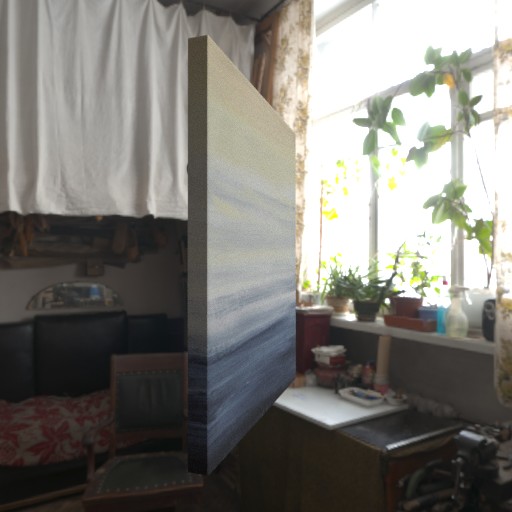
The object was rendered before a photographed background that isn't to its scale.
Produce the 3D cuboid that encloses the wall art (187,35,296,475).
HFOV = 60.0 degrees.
[{"bbox_3d":[0.000,0.000,1.003,0.041,0.710,0.608,0,0,19],"label":"wall art"}]
